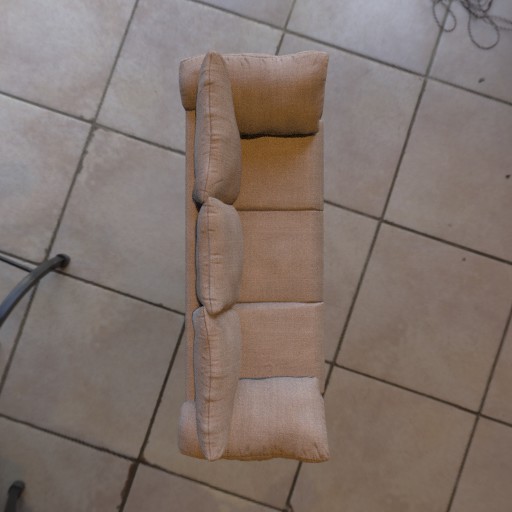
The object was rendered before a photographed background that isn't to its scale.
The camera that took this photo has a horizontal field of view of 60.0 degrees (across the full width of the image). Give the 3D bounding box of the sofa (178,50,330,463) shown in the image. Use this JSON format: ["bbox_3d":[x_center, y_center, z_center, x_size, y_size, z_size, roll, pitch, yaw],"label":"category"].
[{"bbox_3d":[0.000,0.000,2.776,0.878,0.996,2.334,0,89,0],"label":"sofa"}]
